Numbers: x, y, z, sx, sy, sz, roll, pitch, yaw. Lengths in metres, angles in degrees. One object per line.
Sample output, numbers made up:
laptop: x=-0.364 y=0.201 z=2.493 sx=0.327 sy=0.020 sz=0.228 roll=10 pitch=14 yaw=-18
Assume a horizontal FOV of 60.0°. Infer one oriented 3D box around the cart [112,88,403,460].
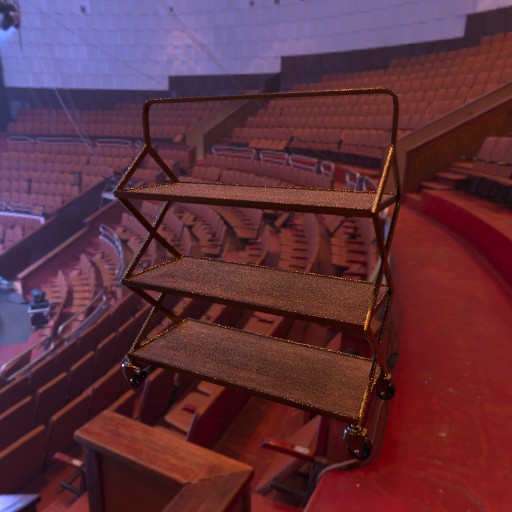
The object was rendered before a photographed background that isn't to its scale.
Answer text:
cart: x=0.000 y=0.000 z=1.170 sx=0.723 sy=0.805 sz=0.313 roll=8 pitch=17 yaw=27
